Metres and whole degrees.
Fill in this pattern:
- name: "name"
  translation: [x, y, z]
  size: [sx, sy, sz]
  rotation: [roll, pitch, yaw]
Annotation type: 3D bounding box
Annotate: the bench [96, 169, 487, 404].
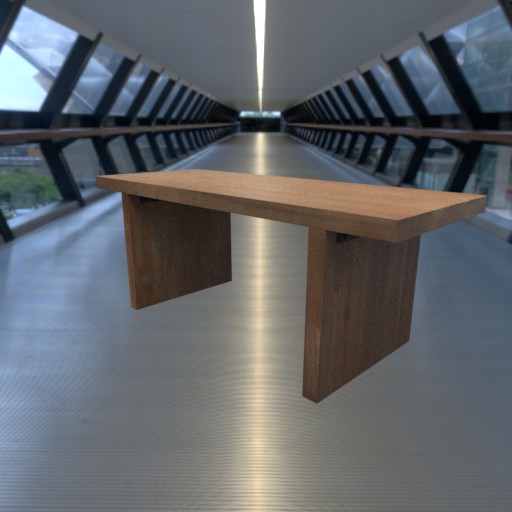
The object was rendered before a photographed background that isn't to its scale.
- name: "bench"
  translation: [0.000, 0.000, 1.420]
  size: [1.183, 0.458, 0.458]
  rotation: [15, 22, 43]
